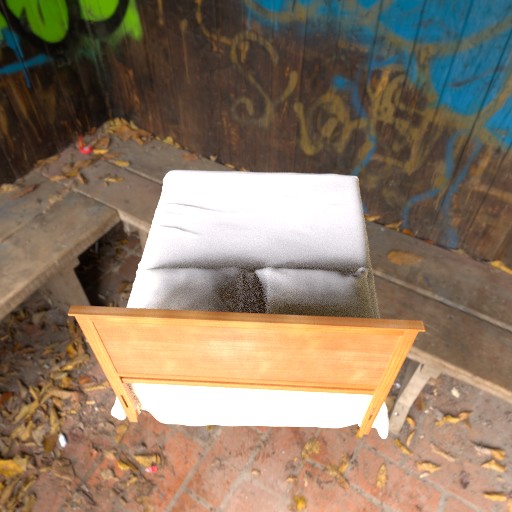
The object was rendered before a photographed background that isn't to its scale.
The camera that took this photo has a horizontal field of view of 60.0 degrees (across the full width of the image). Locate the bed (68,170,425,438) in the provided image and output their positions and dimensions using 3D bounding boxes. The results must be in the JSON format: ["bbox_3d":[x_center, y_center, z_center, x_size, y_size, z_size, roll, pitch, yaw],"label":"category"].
[{"bbox_3d":[0.000,0.000,3.176,1.870,1.273,2.035,2,48,2],"label":"bed"}]
